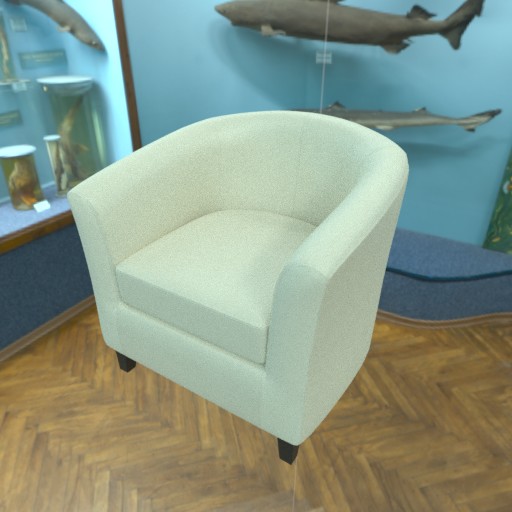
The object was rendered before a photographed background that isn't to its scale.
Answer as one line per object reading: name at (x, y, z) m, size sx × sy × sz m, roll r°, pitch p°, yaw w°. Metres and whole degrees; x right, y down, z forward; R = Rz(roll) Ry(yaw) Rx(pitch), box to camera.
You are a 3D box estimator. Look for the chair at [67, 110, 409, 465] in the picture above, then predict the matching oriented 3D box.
chair at (0.000, 0.000, 1.384) m, size 0.792 × 0.756 × 0.727 m, roll 18°, pitch 34°, yaw 28°
